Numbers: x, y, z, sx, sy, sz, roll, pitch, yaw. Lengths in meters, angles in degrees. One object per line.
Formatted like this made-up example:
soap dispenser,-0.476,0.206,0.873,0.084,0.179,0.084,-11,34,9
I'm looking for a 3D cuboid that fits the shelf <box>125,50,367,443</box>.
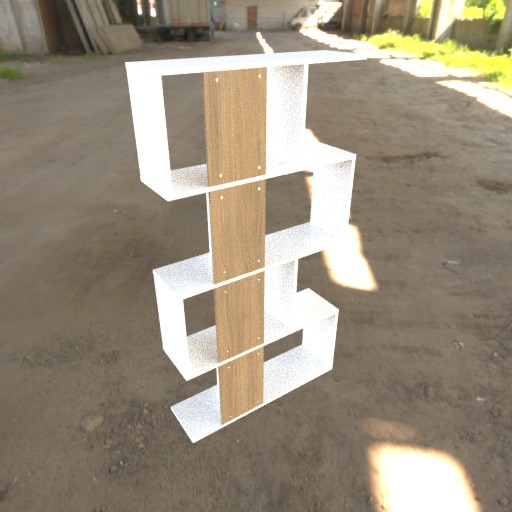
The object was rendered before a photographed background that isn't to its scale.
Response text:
shelf,0.000,0.000,2.015,0.890,1.650,0.250,-18,34,-29
